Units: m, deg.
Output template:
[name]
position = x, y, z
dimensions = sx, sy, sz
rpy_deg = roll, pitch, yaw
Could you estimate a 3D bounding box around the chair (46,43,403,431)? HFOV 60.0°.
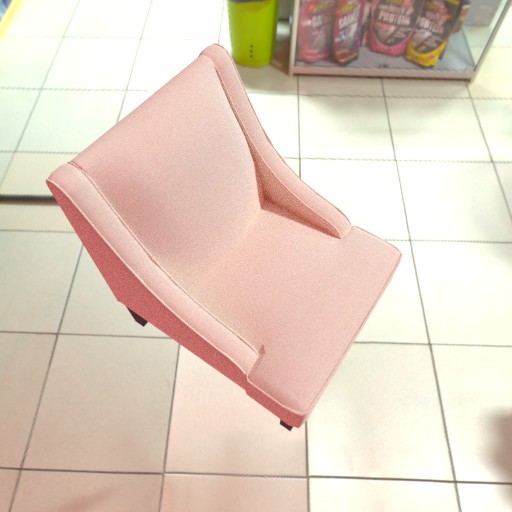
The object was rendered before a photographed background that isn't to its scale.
[chair]
position = 0.000, 0.000, 1.460
dimensions = 0.806, 0.886, 0.689
rpy_deg = 31, 63, 17
